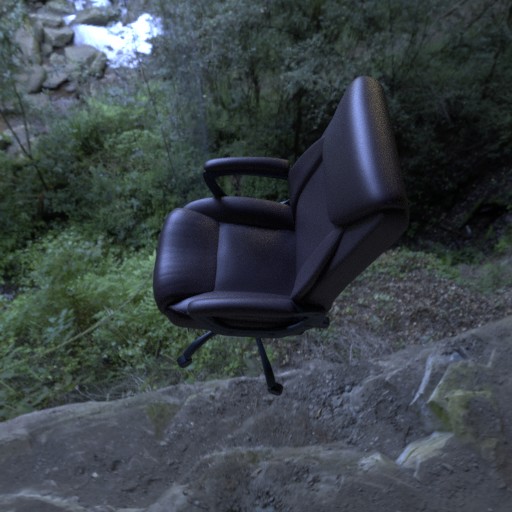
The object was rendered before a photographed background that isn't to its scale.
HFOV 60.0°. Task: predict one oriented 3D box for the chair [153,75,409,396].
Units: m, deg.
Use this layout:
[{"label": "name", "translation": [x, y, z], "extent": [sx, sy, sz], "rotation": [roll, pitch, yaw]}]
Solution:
[{"label": "chair", "translation": [0.000, 0.000, 1.442], "extent": [0.655, 1.072, 0.615], "rotation": [1, 57, 1]}]
